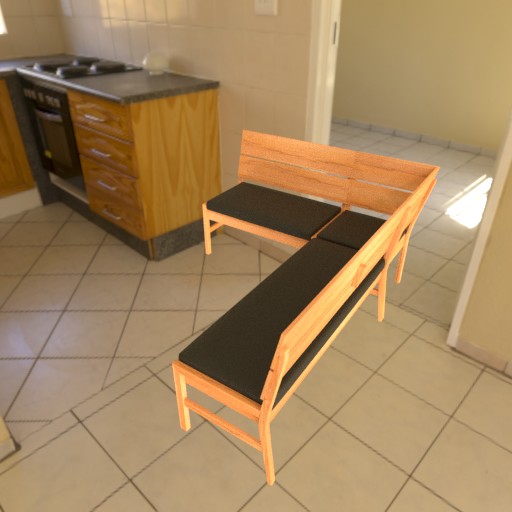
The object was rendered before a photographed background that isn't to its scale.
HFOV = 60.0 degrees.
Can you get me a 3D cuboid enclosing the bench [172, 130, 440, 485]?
[{"bbox_3d":[0.000,0.000,2.763,1.548,0.890,1.948,19,36,28],"label":"bench"}]
